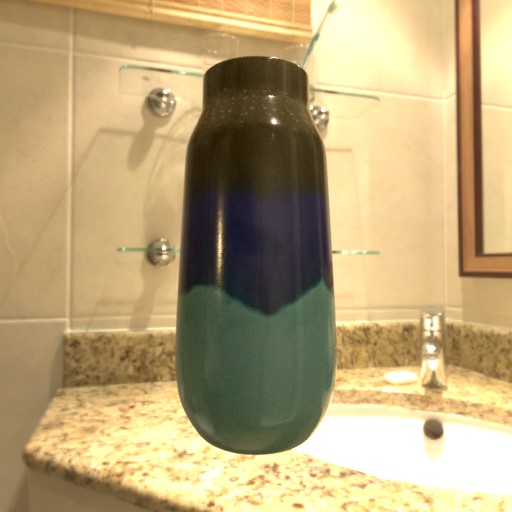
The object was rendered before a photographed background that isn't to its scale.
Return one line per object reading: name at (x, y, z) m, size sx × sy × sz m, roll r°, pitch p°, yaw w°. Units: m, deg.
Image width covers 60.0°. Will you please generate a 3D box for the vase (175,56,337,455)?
vase at (0.000, 0.000, 0.387) m, size 0.139 × 0.313 × 0.139 m, roll 0°, pitch -1°, yaw 0°
